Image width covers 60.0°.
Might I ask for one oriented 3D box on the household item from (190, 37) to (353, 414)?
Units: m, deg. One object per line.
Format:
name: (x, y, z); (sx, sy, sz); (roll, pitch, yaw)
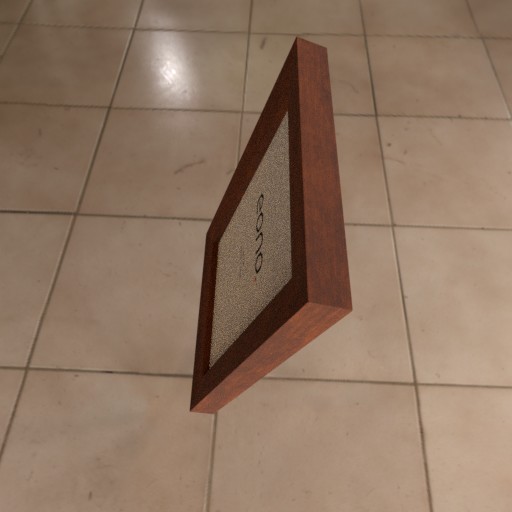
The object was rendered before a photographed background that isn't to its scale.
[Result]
household item: (0.000, 0.000, 0.290); (0.096, 0.204, 0.160); (1, 59, 1)
